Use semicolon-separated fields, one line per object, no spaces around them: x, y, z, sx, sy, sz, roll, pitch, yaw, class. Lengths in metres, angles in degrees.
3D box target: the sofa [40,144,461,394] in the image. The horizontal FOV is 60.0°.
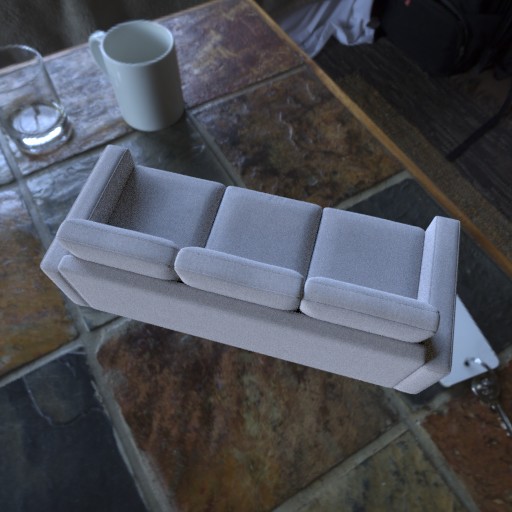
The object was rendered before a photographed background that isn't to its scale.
0.000;0.000;2.510;2.120;0.800;0.900;14;63;7;sofa
